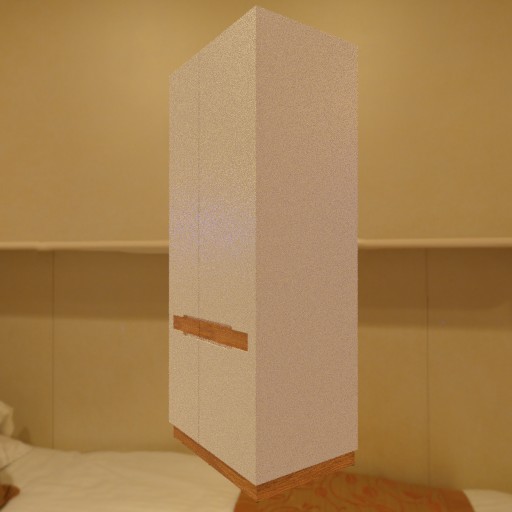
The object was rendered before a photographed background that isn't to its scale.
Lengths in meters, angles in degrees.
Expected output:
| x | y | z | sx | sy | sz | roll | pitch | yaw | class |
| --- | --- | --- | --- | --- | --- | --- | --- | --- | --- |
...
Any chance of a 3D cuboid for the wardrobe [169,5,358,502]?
| x | y | z | sx | sy | sz | roll | pitch | yaw | class |
| --- | --- | --- | --- | --- | --- | --- | --- | --- | --- |
| 0.000 | 0.000 | 2.327 | 0.600 | 2.040 | 0.860 | 0 | 0 | -35 | wardrobe |
